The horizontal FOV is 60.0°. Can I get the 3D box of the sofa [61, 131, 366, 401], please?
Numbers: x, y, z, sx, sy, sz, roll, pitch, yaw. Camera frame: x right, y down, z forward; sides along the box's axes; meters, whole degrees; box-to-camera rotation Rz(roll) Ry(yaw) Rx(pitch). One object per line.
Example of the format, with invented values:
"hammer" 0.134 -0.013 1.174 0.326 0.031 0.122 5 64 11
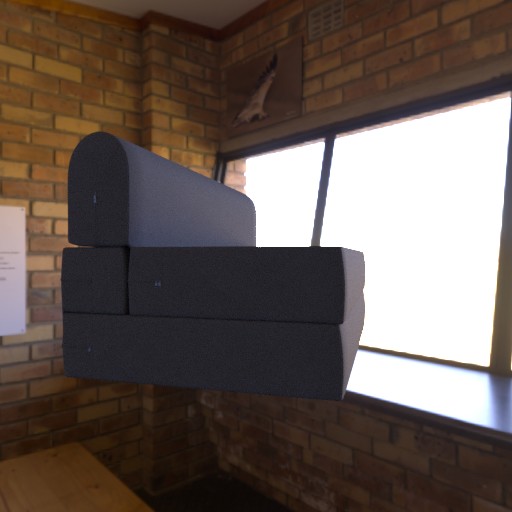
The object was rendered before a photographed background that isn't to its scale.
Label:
"sofa" 0.000 0.000 1.672 0.762 0.660 1.219 0 0 16
